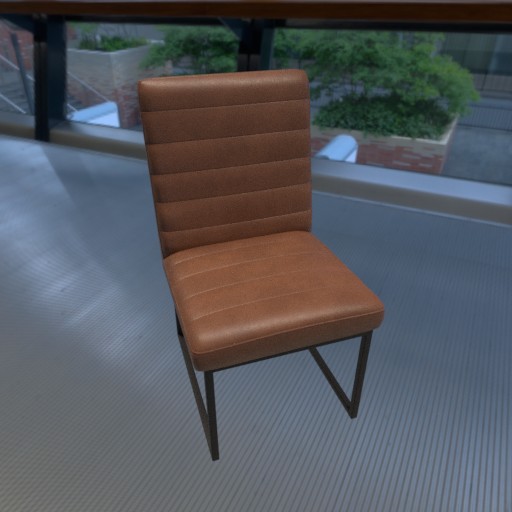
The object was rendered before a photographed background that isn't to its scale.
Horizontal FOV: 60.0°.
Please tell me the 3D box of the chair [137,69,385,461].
[{"bbox_3d":[0.000,0.000,1.312,0.520,0.930,0.634,-10,34,-16],"label":"chair"}]
